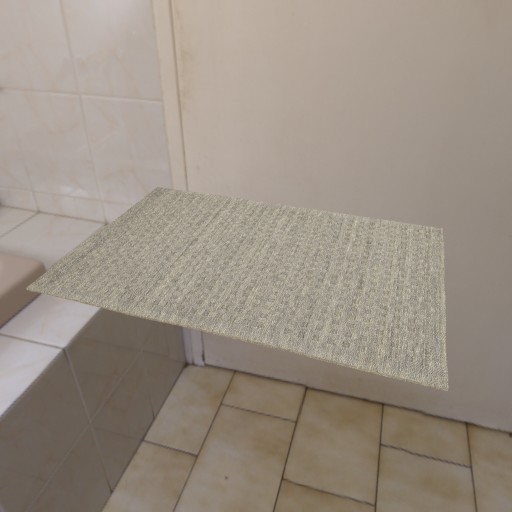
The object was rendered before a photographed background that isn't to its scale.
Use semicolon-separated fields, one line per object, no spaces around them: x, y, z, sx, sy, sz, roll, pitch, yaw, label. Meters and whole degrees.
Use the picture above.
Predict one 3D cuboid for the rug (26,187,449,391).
0.000;0.000;2.855;2.297;0.018;1.532;10;34;16;rug
